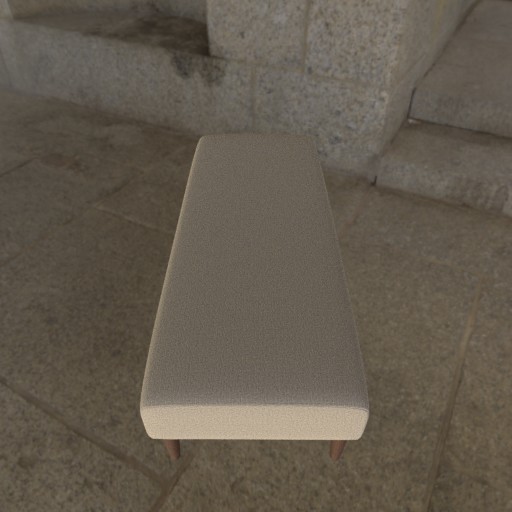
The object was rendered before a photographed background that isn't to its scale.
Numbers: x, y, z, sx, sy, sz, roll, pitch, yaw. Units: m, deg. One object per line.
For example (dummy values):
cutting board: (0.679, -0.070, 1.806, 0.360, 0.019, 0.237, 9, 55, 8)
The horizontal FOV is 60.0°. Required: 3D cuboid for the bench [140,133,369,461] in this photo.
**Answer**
bench: (0.000, 0.000, 1.867, 0.646, 0.393, 1.609, 0, 40, 0)
